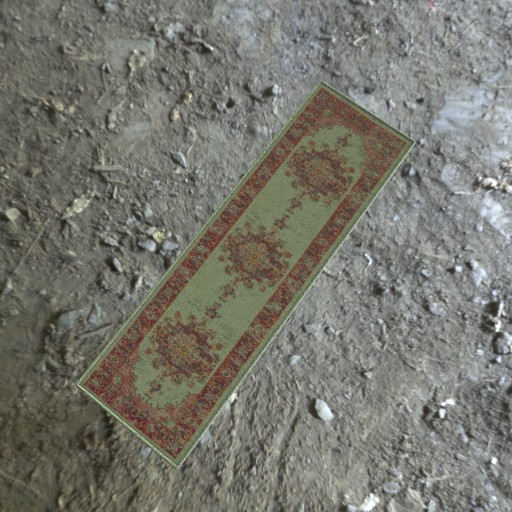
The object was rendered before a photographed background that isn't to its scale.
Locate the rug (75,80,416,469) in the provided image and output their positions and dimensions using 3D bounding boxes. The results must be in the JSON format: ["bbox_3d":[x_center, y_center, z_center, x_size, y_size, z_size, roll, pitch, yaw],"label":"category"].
[{"bbox_3d":[0.000,0.000,2.006,0.562,0.009,1.824,36,80,8],"label":"rug"}]
